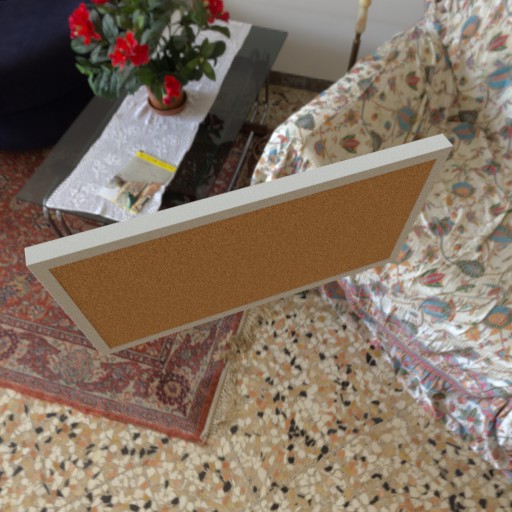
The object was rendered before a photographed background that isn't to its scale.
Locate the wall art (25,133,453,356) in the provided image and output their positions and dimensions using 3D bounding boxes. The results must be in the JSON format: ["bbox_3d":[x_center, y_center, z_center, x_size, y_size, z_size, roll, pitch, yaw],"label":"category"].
[{"bbox_3d":[0.000,0.000,0.990,0.812,0.431,0.038,-17,59,-10],"label":"wall art"}]
